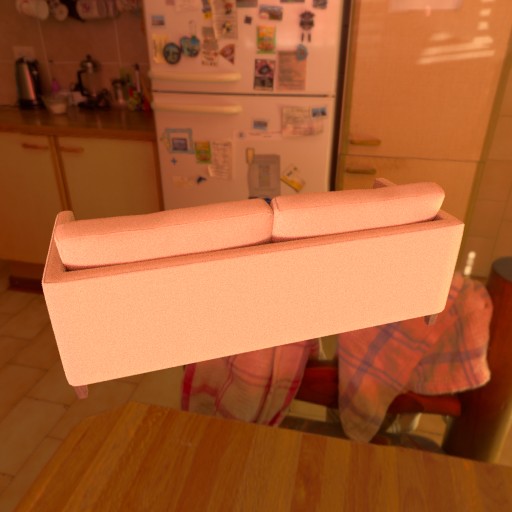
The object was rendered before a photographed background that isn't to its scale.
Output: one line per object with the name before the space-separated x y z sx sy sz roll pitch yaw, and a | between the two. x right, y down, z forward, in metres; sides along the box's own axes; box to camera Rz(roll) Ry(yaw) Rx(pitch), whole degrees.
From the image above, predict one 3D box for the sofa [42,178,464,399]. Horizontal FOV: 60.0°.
sofa | 0.000 0.000 2.849 2.361 0.968 0.951 -8 29 -15
